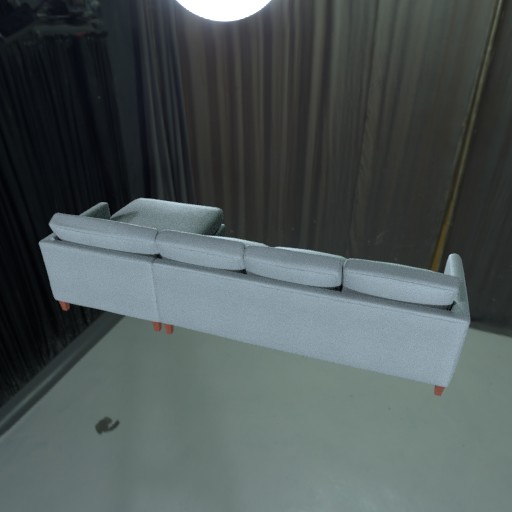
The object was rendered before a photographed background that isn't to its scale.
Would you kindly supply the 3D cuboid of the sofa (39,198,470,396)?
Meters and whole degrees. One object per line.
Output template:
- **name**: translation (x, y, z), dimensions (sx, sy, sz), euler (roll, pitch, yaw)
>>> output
- **sofa**: translation (0.000, 0.000, 4.104), dimensions (3.471, 0.950, 1.604), euler (9, 32, 15)
